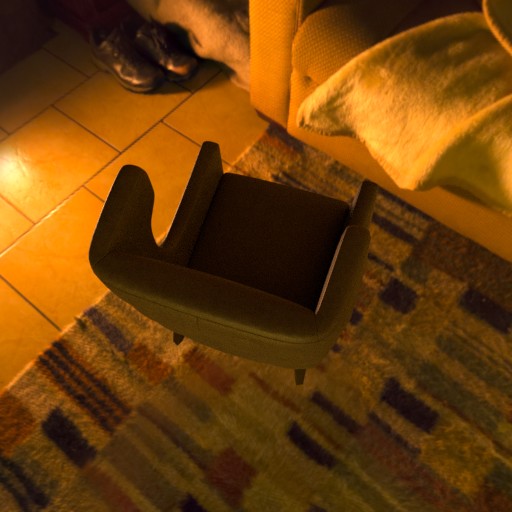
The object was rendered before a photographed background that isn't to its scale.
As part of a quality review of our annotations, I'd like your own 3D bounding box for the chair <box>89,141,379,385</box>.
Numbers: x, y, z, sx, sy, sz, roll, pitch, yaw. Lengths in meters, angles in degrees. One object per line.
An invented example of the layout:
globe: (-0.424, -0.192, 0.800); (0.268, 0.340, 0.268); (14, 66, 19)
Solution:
chair: (0.000, 0.000, 1.668); (0.769, 1.079, 0.899); (16, 63, 9)
